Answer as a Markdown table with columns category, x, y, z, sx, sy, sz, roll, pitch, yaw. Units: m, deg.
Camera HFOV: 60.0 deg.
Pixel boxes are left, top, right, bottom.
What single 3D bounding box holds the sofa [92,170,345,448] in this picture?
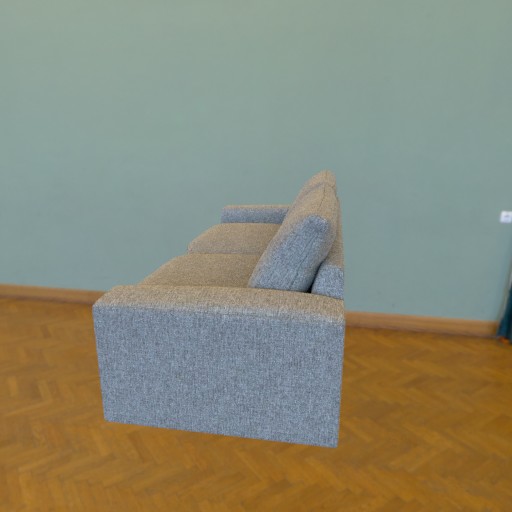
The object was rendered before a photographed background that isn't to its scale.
| category | x | y | z | sx | sy | sz | roll | pitch | yaw |
| --- | --- | --- | --- | --- | --- | --- | --- | --- | --- |
| sofa | 0.000 | 0.000 | 2.764 | 1.040 | 0.922 | 2.299 | 3 | 16 | 9 |
